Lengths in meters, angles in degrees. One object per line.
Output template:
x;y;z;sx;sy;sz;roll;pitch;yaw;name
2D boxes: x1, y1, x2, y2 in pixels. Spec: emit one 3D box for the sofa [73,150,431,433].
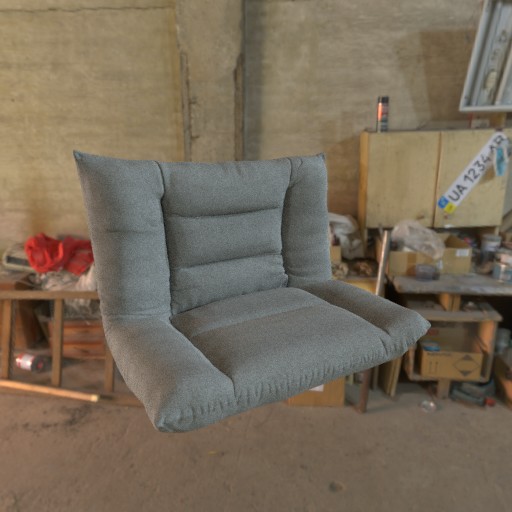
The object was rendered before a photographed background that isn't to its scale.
0.000;0.000;1.704;1.144;0.795;0.847;-9;19;-28;sofa
